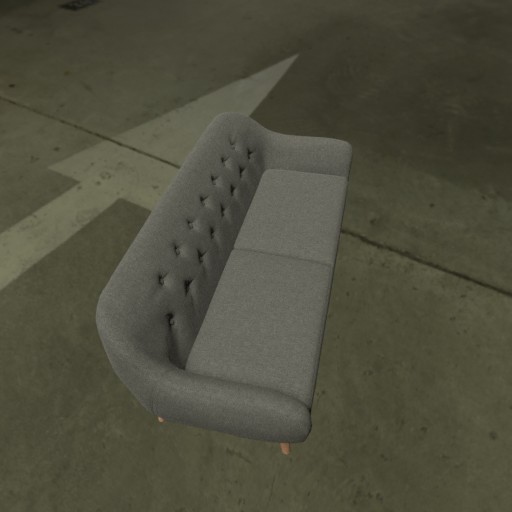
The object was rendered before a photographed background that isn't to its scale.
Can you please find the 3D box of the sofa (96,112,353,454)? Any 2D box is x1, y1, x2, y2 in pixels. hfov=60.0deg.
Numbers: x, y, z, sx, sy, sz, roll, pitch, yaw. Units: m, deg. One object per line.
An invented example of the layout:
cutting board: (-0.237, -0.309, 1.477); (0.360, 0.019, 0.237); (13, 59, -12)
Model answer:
sofa: (0.000, 0.000, 2.260); (0.820, 0.820, 1.840); (10, 46, 10)
